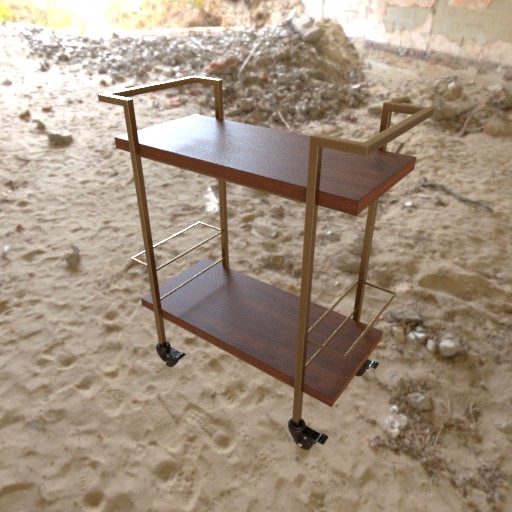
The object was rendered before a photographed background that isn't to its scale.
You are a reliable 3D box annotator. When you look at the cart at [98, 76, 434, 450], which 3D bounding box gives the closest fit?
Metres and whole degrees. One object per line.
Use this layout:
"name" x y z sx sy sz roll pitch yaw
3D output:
"cart" 0.000 0.000 1.194 0.695 0.807 0.364 21 37 31
